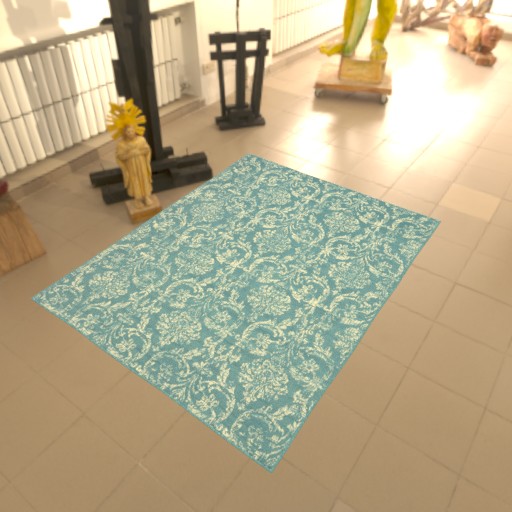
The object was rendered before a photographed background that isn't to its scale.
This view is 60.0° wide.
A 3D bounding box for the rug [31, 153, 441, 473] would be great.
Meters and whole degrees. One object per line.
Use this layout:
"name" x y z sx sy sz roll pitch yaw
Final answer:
"rug" 0.000 0.000 3.984 2.363 0.012 2.980 25 47 26
